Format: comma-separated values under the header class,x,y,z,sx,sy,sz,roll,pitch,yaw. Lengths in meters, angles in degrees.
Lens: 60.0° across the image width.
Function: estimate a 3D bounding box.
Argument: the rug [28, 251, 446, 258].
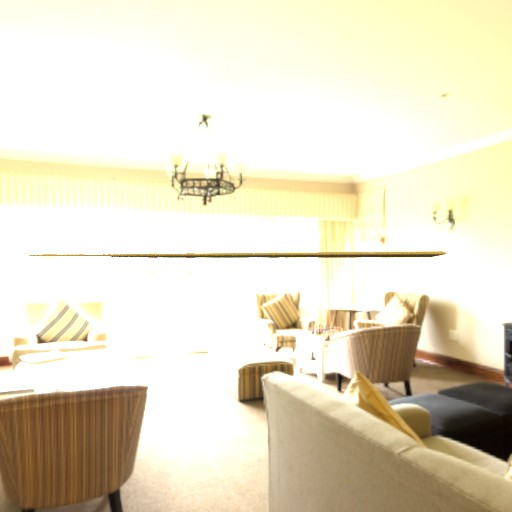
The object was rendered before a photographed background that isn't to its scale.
class,x,y,z,sx,sy,sz,roll,pitch,yaw
rug,0.000,0.000,2.914,2.205,0.014,1.589,0,-1,20
